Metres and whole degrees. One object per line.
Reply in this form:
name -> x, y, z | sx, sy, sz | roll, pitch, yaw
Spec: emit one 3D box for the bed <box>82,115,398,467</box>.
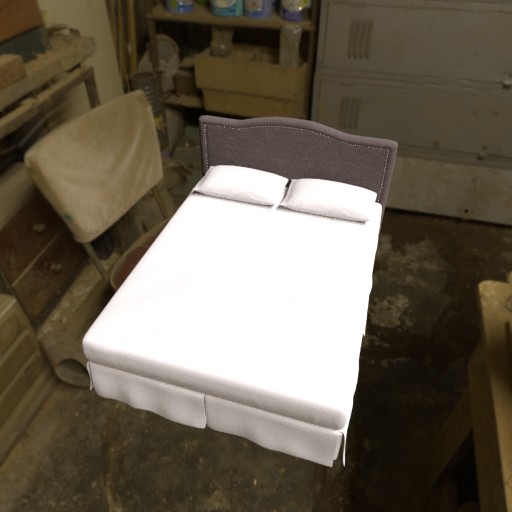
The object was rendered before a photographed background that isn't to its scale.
bed -> 0.000, 0.000, 3.973 | 2.161, 1.457, 2.689 | 11, 43, 13
